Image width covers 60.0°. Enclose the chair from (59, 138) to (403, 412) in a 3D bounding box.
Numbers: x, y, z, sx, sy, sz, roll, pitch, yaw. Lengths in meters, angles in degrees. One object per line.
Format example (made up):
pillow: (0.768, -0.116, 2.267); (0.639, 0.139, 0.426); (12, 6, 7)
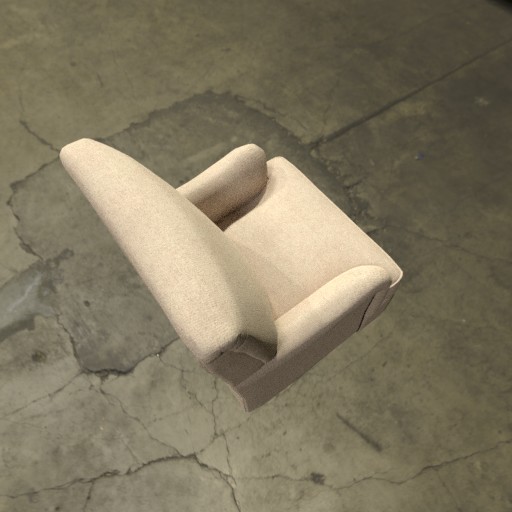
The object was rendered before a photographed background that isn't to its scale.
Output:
chair: (0.000, 0.000, 1.804); (0.953, 1.119, 0.879); (-32, 63, -18)
